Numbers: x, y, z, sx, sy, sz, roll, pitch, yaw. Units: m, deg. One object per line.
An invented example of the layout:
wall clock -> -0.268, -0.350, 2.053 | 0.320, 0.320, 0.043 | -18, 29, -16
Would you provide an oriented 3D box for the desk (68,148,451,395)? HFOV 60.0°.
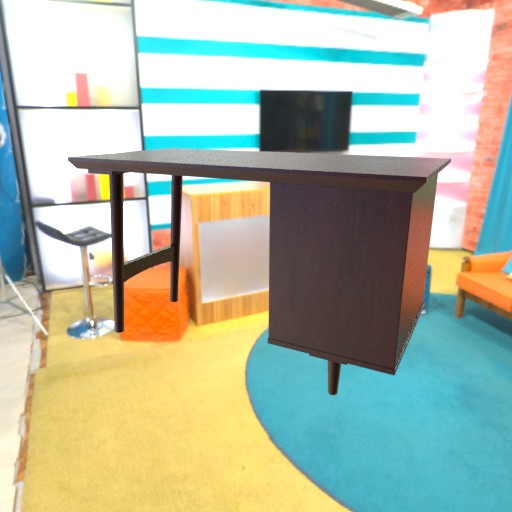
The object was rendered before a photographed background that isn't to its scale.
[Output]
desk -> 0.000, 0.000, 1.745 | 1.277, 0.758, 0.612 | 9, 19, 27
